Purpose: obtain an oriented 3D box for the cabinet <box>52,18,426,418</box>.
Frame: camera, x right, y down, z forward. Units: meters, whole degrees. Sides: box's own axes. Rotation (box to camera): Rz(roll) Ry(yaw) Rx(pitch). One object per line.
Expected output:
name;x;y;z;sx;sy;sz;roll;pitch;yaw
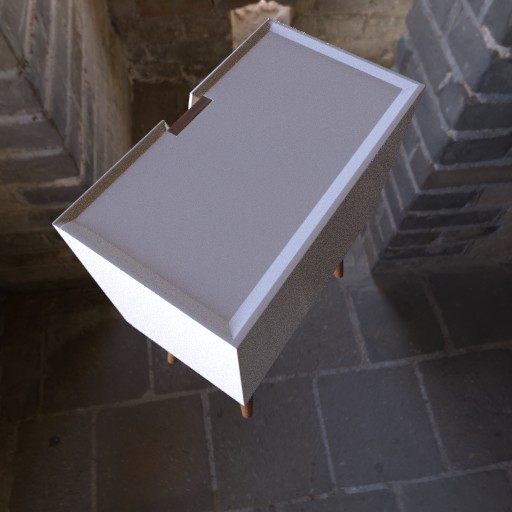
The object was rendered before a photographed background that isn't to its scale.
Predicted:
cabinet;0.000;0.000;1.075;0.344;0.772;0.591;31;67;15
